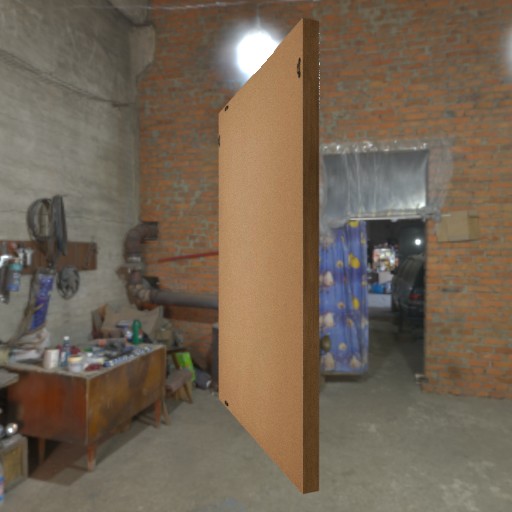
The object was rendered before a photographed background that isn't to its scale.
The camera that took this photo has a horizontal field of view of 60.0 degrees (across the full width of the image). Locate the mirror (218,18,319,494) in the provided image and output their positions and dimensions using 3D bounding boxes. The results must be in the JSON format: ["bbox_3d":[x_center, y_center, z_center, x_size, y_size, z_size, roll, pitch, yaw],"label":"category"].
[{"bbox_3d":[0.000,0.000,1.142,0.041,0.915,0.609,0,0,-20],"label":"mirror"}]
